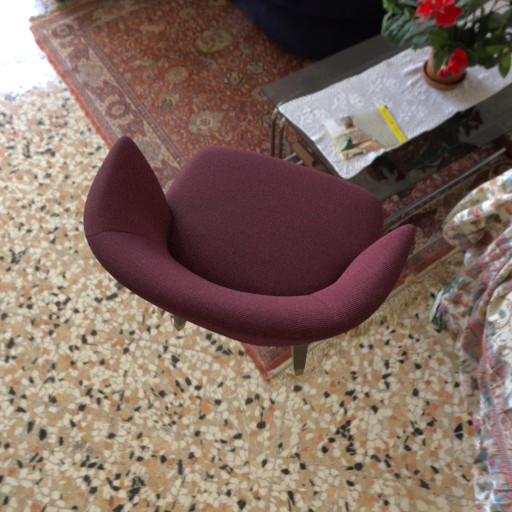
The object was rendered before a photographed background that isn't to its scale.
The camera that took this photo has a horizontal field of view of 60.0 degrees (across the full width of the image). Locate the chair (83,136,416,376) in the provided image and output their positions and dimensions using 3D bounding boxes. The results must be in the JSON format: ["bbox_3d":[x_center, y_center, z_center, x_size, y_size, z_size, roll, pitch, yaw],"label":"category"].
[{"bbox_3d":[0.000,0.000,1.260,0.700,0.760,0.660,19,65,9],"label":"chair"}]
